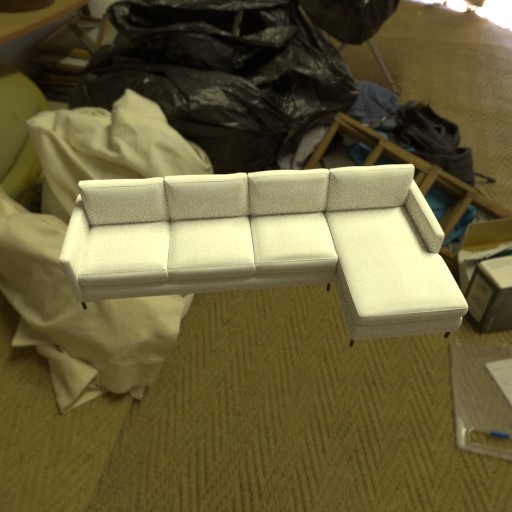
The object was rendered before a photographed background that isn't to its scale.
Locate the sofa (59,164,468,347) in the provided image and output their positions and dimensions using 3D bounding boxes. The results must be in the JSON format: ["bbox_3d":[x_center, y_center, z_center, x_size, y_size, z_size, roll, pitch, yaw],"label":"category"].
[{"bbox_3d":[0.000,0.000,2.917,2.445,0.677,1.126,-4,46,-4],"label":"sofa"}]
